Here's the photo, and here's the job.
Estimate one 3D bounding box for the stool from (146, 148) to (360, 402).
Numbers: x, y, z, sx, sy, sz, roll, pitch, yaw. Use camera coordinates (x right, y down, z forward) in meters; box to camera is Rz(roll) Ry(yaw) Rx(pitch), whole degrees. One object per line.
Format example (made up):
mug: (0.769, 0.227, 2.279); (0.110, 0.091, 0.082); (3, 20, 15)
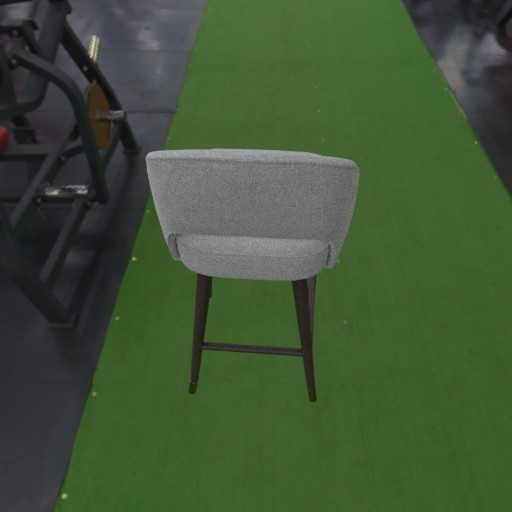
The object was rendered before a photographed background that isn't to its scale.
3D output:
stool: (0.000, 0.000, 1.317); (0.494, 1.037, 0.509); (3, 47, 3)
